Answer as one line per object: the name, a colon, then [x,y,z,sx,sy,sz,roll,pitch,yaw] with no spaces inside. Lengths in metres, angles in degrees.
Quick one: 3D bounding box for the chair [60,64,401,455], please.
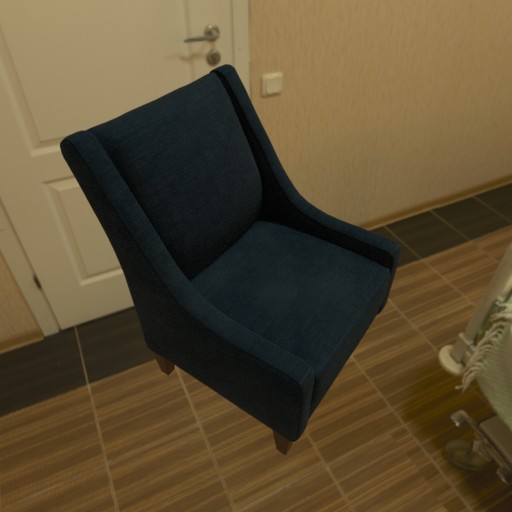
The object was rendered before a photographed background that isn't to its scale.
chair: [0.000,0.000,1.618,0.870,1.014,0.774,25,48,25]
